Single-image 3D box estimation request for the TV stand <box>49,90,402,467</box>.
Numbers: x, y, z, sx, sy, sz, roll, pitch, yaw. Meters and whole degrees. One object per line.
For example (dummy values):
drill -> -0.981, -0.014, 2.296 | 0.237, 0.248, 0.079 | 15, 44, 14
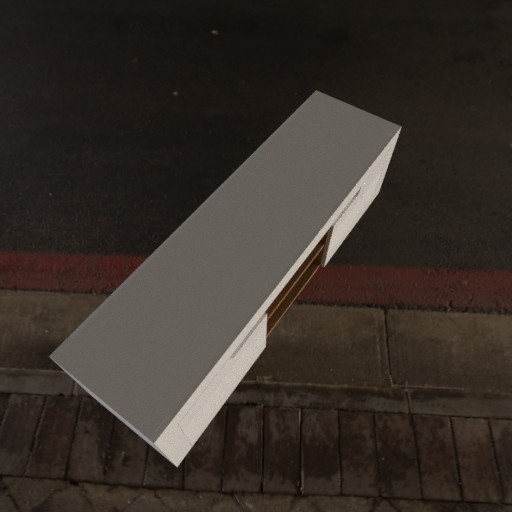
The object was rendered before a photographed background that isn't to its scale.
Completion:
TV stand -> 0.000, 0.000, 1.742 | 0.410, 0.440, 1.500 | 31, 62, 18
